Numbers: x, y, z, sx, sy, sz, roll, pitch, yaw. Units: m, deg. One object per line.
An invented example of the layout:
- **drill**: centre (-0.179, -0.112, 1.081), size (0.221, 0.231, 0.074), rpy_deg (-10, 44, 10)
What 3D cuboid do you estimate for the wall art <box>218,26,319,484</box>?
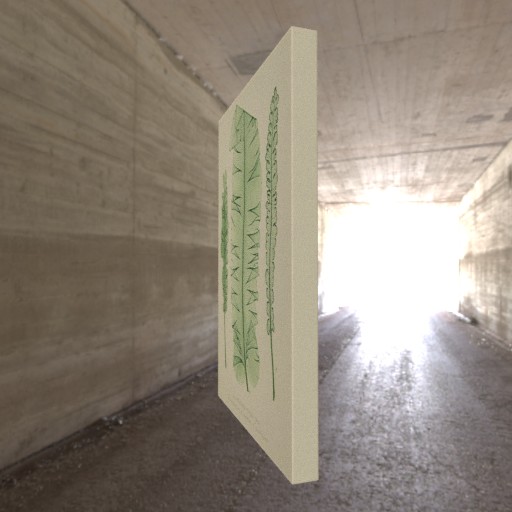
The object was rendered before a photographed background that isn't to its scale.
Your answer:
- **wall art**: centre (0.000, 0.000, 0.792), size (0.038, 0.608, 0.418), rpy_deg (0, -1, -18)
